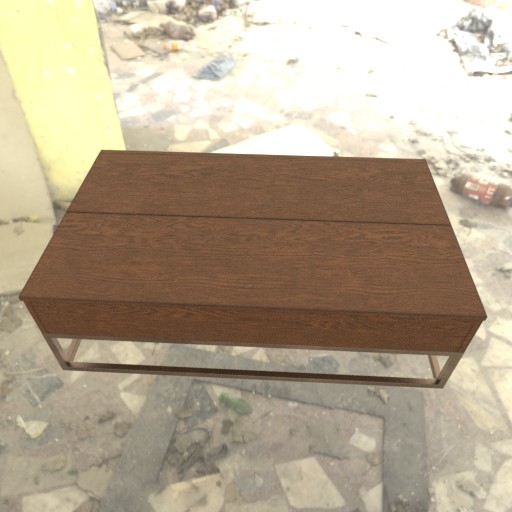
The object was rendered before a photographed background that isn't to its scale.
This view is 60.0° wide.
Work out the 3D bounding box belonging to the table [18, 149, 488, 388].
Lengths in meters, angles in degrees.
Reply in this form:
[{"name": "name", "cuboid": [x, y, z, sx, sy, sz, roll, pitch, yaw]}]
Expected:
[{"name": "table", "cuboid": [0.000, 0.000, 1.481, 1.167, 0.361, 0.719, 2, 45, 2]}]
